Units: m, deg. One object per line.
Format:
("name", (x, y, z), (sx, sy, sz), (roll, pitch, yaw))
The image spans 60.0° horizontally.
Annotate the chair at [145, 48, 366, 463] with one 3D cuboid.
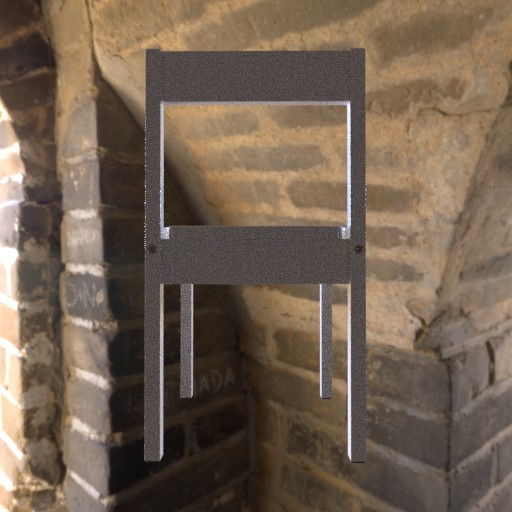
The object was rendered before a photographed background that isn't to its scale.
("chair", (0.000, 0.000, 0.890), (0.367, 0.668, 0.361), (0, 0, 0))
